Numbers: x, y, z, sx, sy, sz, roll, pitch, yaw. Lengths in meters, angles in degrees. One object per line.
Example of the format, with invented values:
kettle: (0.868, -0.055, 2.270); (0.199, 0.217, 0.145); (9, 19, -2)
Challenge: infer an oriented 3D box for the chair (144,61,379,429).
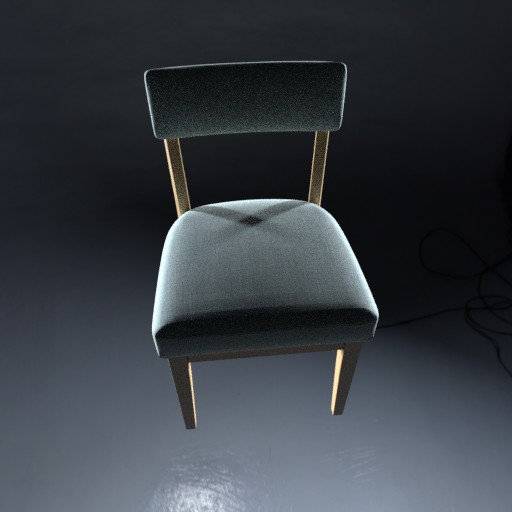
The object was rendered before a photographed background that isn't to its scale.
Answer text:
chair: (0.000, 0.000, 1.188); (0.508, 0.832, 0.572); (-4, 45, -4)
